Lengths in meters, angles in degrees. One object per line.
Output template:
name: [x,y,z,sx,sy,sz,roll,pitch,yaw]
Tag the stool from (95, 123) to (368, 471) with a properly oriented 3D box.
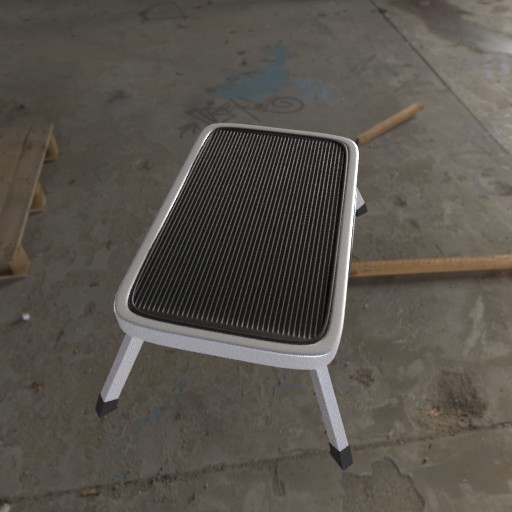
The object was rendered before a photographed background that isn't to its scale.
stool: [0.000,0.000,0.615,0.320,0.170,0.460,9,49,8]
